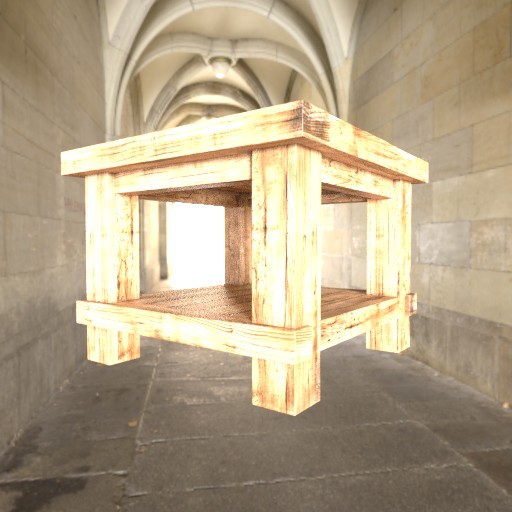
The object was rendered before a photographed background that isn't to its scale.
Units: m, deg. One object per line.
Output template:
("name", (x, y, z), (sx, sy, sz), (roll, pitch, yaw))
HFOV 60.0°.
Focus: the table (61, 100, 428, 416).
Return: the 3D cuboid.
("table", (0.000, 0.000, 1.039), (0.610, 0.457, 0.610), (1, 2, 36))
